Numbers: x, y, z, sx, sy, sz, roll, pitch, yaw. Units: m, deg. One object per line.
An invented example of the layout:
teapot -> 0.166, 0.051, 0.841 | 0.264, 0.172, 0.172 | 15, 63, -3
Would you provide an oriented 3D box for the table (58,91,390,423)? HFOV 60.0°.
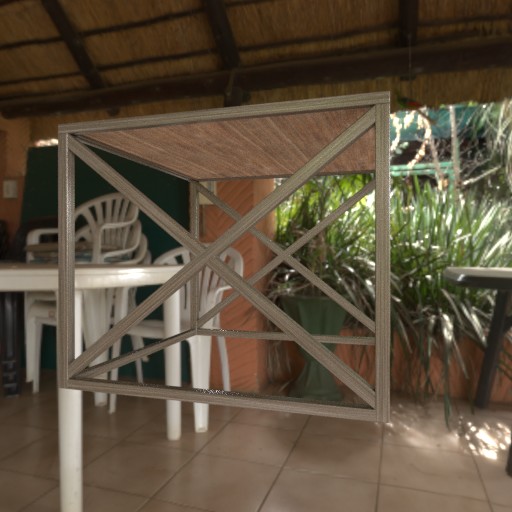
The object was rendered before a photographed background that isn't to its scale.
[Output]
table -> 0.000, 0.000, 1.055 | 0.611, 0.507, 0.609 | 0, 0, 17
